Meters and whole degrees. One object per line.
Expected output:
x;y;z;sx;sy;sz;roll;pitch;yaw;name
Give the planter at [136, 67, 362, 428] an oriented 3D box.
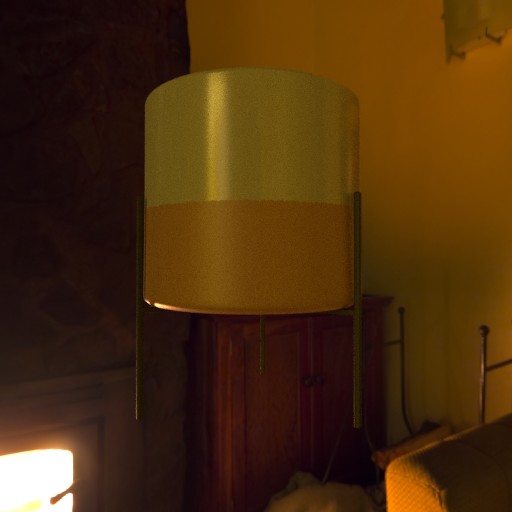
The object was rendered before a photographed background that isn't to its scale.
0.000;0.000;0.723;0.360;0.480;0.348;0;0;36;planter
